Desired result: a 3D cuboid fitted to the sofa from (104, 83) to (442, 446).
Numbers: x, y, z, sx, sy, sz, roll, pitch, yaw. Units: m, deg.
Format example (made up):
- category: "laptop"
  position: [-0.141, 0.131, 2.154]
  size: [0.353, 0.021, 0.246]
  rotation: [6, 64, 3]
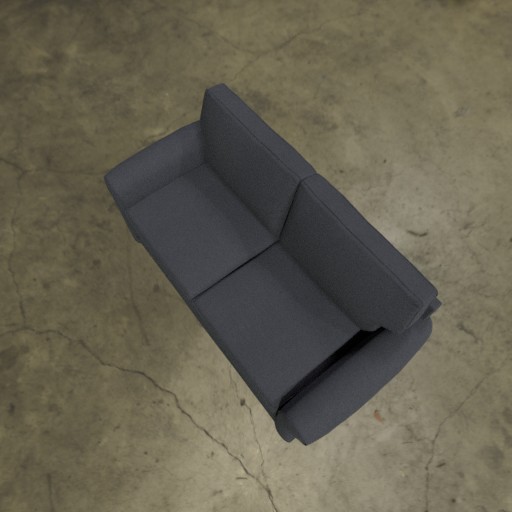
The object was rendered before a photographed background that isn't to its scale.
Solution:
- category: "sofa"
  position: [0.000, 0.000, 2.633]
  size: [0.951, 1.031, 2.009]
  rotation: [-34, 68, -16]
